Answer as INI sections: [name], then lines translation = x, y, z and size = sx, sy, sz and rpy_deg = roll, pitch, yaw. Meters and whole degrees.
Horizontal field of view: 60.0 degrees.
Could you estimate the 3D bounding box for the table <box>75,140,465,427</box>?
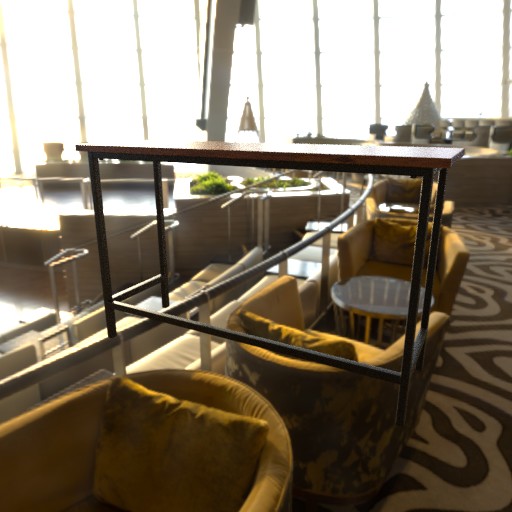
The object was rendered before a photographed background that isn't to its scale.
[table]
translation = 0.000, 0.000, 1.537
size = 1.204, 0.740, 0.408
rpy_deg = 9, 19, 27
